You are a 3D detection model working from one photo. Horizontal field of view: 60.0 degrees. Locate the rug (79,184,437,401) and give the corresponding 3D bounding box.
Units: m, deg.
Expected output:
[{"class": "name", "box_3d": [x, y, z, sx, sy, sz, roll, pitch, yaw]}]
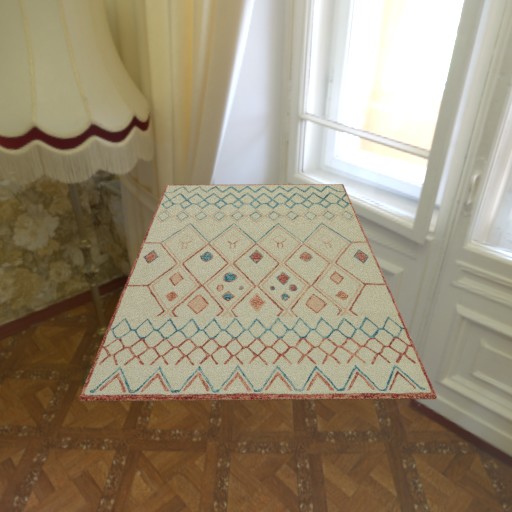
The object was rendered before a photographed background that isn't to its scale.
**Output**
[{"class": "rug", "box_3d": [0.000, 0.000, 2.277, 1.219, 0.016, 1.829, 0, 32, 0]}]
